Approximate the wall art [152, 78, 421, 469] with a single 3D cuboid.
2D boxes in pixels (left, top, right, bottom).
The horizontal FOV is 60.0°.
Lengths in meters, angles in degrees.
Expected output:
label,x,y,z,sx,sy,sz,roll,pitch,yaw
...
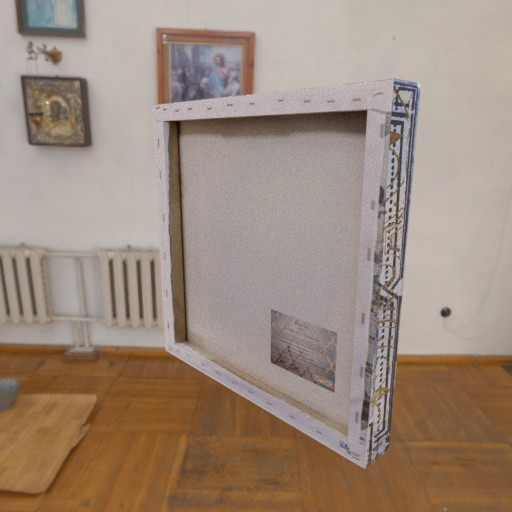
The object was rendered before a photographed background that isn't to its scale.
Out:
label,x,y,z,sx,sy,sz,roll,pitch,yaw
wall art,0.000,0.000,0.449,0.038,0.306,0.302,-14,20,-42
